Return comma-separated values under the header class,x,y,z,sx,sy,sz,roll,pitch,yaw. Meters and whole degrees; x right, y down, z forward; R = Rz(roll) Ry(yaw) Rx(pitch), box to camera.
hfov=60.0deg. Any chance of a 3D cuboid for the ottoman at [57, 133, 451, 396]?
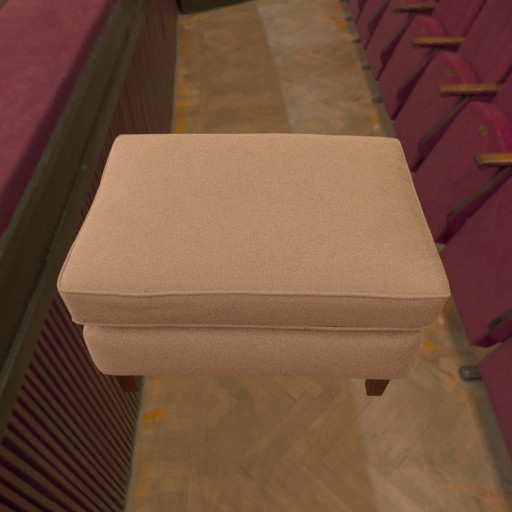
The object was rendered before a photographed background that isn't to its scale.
class,x,y,z,sx,sy,sz,roll,pitch,yaw
ottoman,0.000,0.000,0.987,0.665,0.456,0.501,1,48,1
